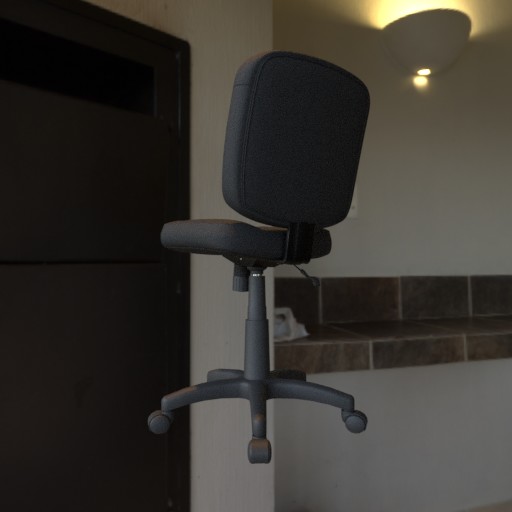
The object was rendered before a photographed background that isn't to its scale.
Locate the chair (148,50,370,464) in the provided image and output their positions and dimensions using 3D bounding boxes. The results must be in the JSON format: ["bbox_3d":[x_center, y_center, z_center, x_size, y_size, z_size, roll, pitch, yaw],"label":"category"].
[{"bbox_3d":[0.000,0.000,1.329,0.610,0.972,0.610,1,-2,-36],"label":"chair"}]
